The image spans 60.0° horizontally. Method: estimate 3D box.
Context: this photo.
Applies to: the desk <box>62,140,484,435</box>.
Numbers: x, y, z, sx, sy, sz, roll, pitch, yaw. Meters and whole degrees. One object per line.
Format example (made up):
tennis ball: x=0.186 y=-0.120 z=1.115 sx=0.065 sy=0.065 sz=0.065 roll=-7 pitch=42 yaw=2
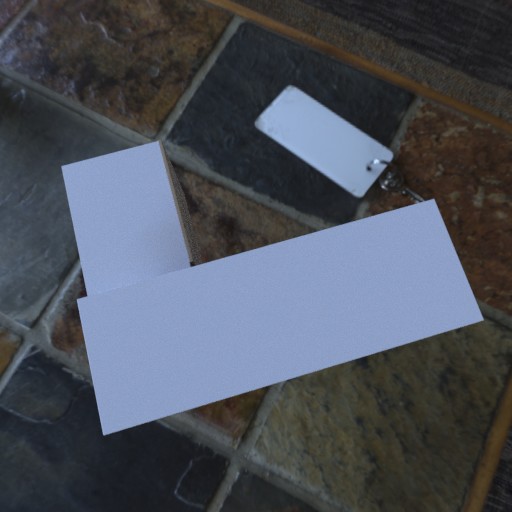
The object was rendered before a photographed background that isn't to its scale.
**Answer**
desk: x=0.000 y=0.000 z=2.052 sx=1.404 sy=0.755 sz=1.098 roll=-16 pitch=77 yaw=-4
